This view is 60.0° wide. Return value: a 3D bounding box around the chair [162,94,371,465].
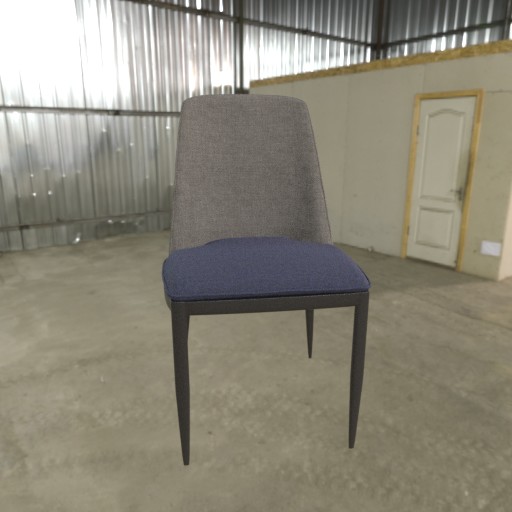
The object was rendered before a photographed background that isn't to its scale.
[{"bbox_3d":[0.000,0.000,1.189,0.488,0.855,0.550,-2,16,-8],"label":"chair"}]
